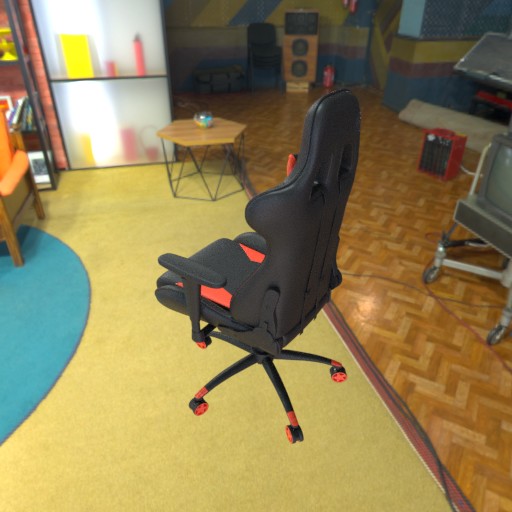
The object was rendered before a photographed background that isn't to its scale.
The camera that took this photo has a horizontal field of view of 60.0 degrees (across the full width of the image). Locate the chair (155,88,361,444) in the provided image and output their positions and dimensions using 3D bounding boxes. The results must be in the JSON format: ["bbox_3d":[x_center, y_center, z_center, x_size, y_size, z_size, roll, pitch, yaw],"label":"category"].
[{"bbox_3d":[0.000,0.000,1.713,0.730,1.282,0.695,21,37,30],"label":"chair"}]
